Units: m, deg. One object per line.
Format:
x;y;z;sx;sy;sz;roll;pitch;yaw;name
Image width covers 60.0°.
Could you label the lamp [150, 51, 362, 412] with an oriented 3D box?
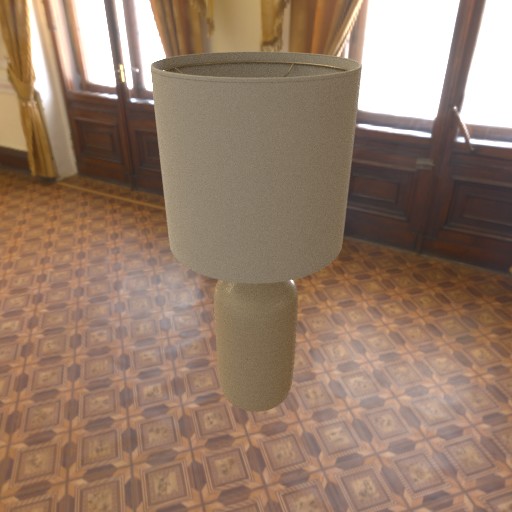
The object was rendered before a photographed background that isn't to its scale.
0.000;0.000;0.589;0.220;0.475;0.220;23;37;34;lamp
